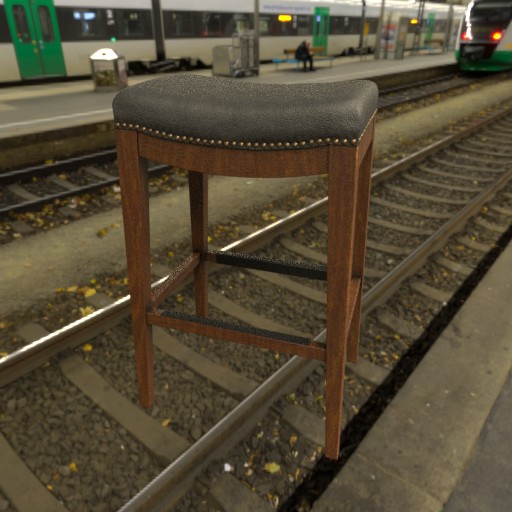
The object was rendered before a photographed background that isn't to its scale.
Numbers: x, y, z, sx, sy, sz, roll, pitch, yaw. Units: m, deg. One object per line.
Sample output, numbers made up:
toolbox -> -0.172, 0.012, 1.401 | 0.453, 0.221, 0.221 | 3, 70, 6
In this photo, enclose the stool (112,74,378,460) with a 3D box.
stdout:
stool -> 0.000, 0.000, 1.031 | 0.500, 0.765, 0.361 | 9, 28, 16
